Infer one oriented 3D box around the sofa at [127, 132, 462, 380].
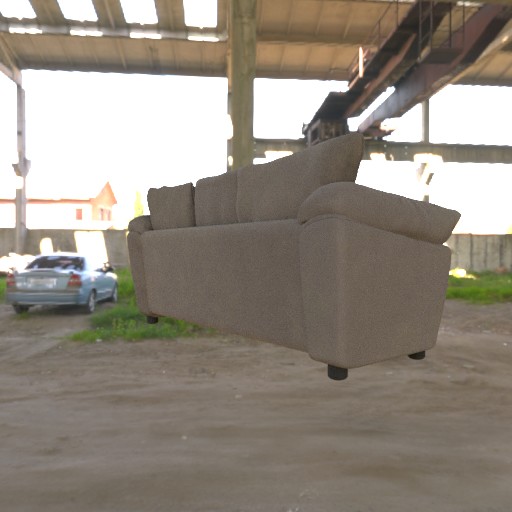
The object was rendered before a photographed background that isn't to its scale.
[{"bbox_3d":[0.000,0.000,2.895,0.878,1.073,2.336,0,1,-38],"label":"sofa"}]
